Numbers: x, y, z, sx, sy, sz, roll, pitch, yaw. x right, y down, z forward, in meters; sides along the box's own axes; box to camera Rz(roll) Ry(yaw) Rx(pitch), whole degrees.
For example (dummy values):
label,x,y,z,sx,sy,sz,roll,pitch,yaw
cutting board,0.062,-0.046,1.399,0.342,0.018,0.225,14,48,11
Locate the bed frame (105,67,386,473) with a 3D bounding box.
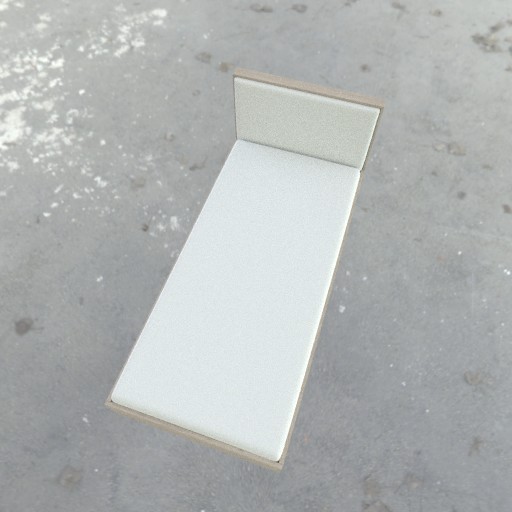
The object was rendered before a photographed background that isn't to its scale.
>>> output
label,x,y,z,sx,sy,sz,roll,pitch,yaw
bed frame,0.000,0.000,2.711,0.990,0.920,2.140,16,61,9
